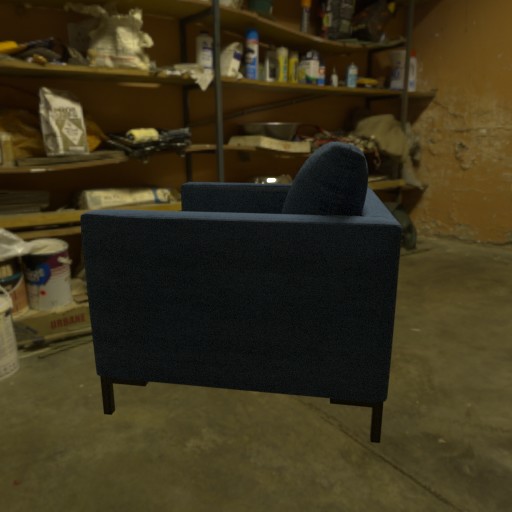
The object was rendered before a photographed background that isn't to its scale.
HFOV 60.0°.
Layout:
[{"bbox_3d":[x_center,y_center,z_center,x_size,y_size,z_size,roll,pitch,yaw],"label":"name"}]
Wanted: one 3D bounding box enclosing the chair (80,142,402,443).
[{"bbox_3d":[0.000,0.000,1.629,0.875,0.812,0.964,2,15,9],"label":"chair"}]
